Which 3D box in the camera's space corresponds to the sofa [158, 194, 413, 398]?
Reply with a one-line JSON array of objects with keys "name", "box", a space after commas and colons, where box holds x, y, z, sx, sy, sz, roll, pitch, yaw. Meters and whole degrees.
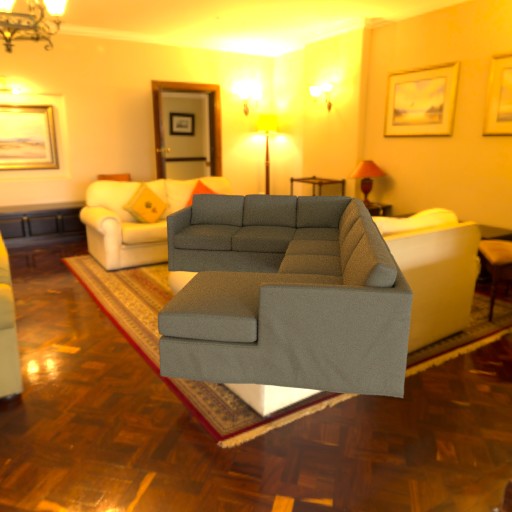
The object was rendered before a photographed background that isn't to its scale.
[{"name": "sofa", "box": [0.000, 0.000, 4.457, 2.427, 0.882, 3.460, 2, 15, 9]}]
